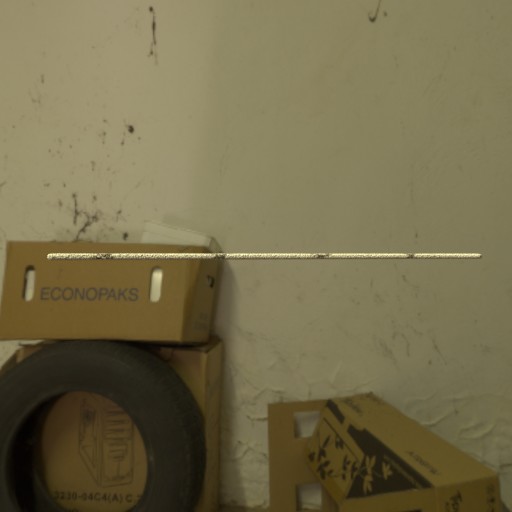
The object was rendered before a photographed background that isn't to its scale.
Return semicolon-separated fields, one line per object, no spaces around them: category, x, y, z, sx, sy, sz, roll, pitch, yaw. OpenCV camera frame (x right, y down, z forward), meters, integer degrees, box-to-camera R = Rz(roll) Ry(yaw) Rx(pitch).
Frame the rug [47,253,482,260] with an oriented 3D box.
rug;0.000;0.000;3.075;2.438;0.030;1.524;0;0;-17
